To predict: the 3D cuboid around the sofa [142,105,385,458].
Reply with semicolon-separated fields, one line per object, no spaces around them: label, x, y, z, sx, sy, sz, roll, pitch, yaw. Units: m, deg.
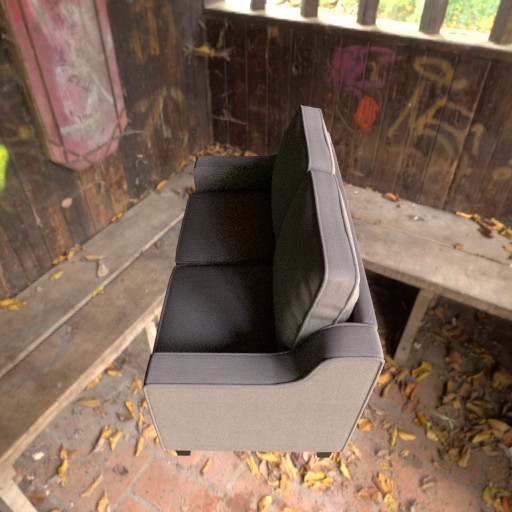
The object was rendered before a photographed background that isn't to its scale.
sofa;0.000;0.000;2.035;0.791;0.948;1.500;1;41;1
